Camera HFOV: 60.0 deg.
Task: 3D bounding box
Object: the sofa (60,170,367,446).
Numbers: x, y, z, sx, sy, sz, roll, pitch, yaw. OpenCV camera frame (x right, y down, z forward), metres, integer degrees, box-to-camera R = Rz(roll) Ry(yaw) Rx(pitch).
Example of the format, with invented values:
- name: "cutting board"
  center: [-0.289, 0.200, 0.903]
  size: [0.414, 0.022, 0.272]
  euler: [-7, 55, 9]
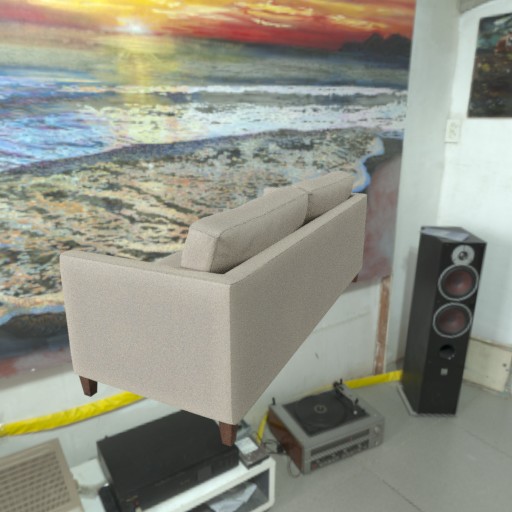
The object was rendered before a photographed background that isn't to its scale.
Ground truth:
- name: "sofa"
  center: [0.000, 0.000, 2.928]
  size: [0.951, 0.968, 2.361]
  euler: [8, 19, 25]
